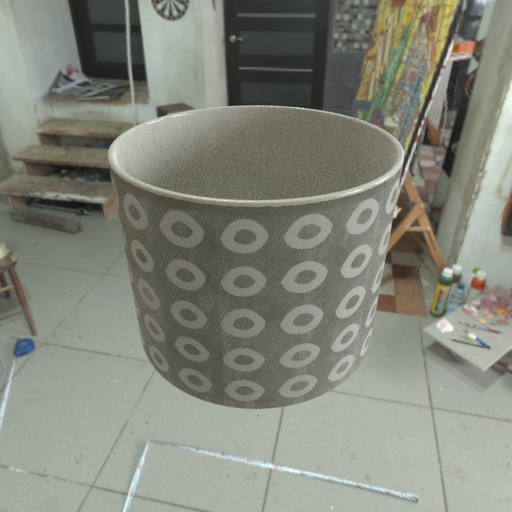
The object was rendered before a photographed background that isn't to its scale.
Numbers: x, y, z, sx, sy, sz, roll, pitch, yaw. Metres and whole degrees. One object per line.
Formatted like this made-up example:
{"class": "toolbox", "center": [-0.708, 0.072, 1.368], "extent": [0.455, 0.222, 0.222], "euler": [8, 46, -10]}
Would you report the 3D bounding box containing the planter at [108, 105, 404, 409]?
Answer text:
{"class": "planter", "center": [0.000, 0.000, 0.451], "extent": [0.250, 0.239, 0.250], "euler": [0, 32, 0]}
